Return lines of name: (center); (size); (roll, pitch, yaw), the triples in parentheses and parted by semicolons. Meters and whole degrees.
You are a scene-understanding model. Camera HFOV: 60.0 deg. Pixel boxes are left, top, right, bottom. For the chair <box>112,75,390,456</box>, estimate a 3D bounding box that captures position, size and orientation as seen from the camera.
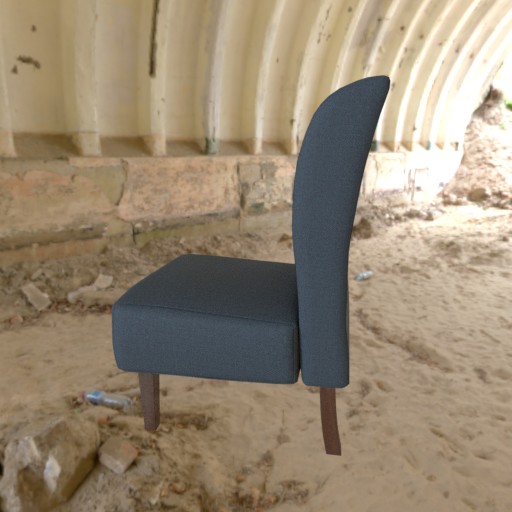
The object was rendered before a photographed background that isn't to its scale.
chair: (0.000, 0.000, 1.153); (0.592, 0.804, 0.513); (2, 14, 10)
